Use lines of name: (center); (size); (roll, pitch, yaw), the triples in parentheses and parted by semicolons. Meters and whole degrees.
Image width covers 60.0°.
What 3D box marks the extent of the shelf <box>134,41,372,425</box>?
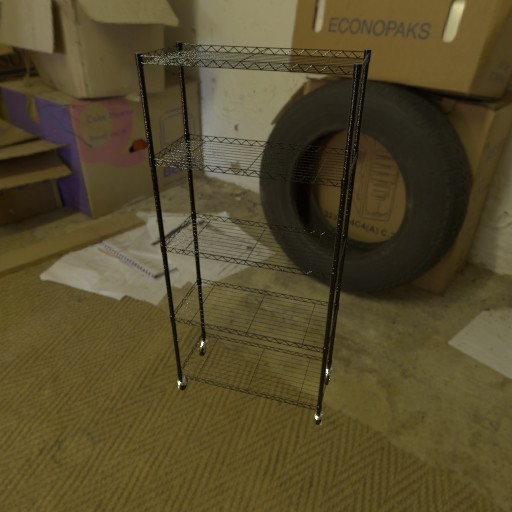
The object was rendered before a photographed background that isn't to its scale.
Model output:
shelf: (0.000, 0.000, 1.944); (0.762, 1.645, 0.356); (9, 33, 14)
